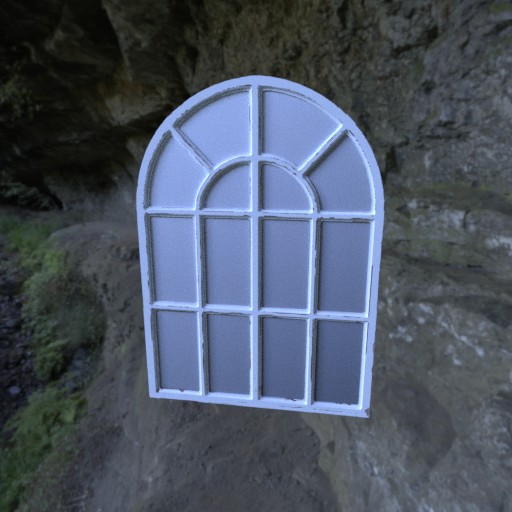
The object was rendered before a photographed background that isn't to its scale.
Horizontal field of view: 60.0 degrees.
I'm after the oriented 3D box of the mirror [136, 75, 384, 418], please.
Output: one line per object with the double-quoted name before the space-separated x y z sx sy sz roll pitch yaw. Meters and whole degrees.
"mirror" 0.000 0.000 1.214 0.660 0.920 0.032 2 15 9
